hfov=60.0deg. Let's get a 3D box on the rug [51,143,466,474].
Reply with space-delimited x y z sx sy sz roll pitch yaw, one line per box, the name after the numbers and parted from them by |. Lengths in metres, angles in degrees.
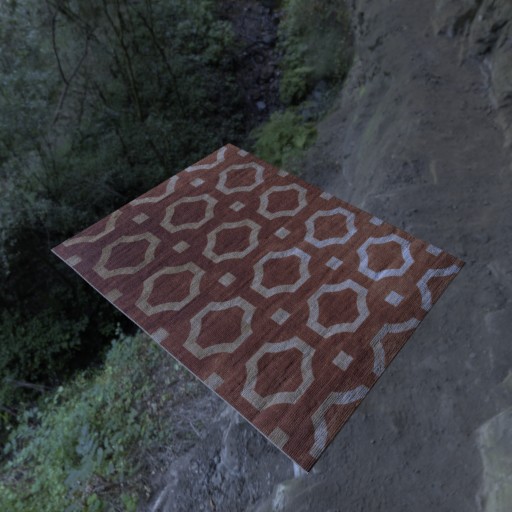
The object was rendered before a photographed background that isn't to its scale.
0.000 0.000 4.173 3.049 0.021 2.466 32 54 27 | rug
